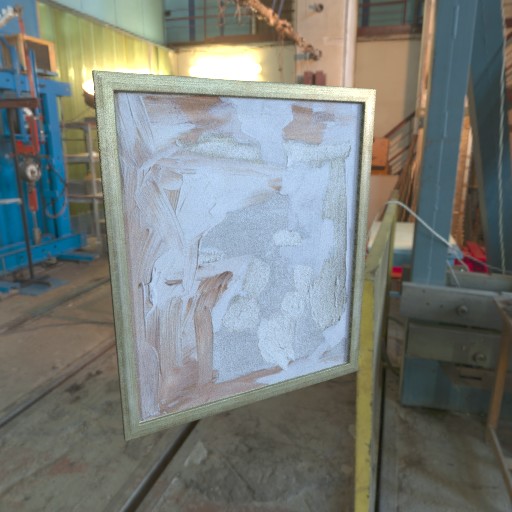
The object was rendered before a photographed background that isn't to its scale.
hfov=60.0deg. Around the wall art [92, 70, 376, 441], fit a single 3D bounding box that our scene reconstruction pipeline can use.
[{"bbox_3d":[0.000,0.000,0.757,0.483,0.559,0.009,-8,17,-27],"label":"wall art"}]
